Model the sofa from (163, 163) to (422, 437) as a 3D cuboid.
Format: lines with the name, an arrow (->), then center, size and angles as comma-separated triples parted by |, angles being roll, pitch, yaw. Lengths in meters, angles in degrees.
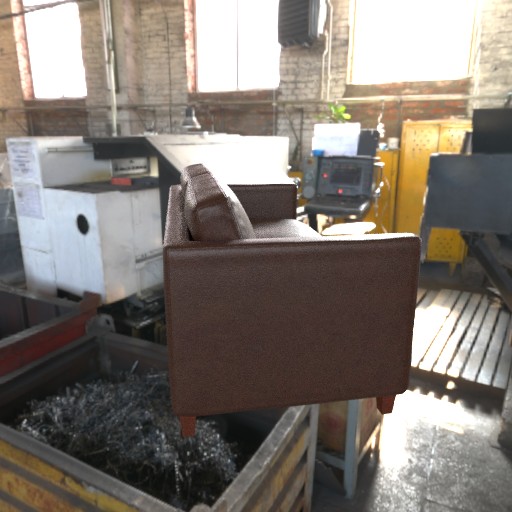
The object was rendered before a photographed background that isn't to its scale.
sofa -> 0.000, 0.000, 2.461 | 0.951, 0.933, 1.883 | -3, 16, -9
